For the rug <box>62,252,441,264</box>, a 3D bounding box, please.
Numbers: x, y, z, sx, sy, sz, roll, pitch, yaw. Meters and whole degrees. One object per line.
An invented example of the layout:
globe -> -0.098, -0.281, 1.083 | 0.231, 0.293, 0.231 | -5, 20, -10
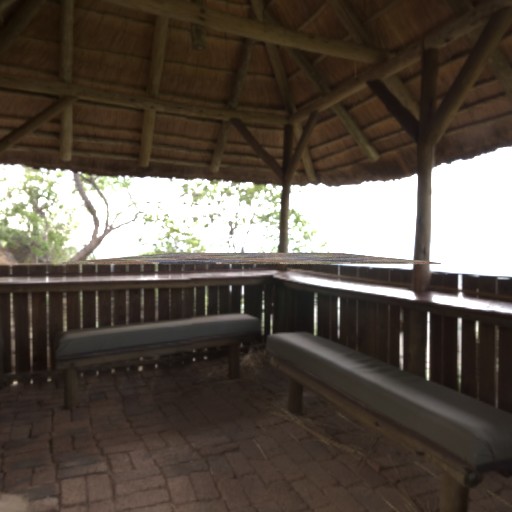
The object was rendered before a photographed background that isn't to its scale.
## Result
rug -> 0.000, 0.000, 2.919 | 1.521, 0.006, 2.284 | 0, 1, 1
